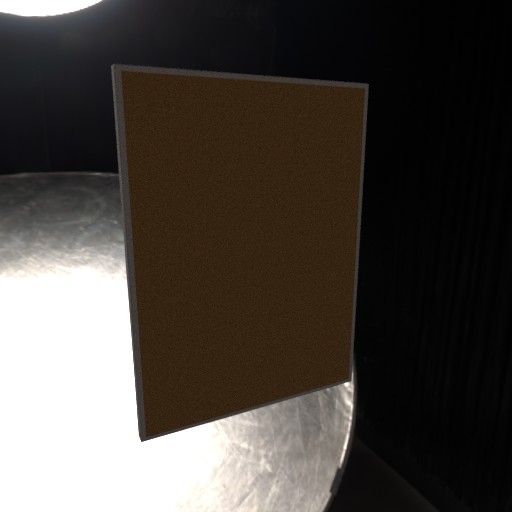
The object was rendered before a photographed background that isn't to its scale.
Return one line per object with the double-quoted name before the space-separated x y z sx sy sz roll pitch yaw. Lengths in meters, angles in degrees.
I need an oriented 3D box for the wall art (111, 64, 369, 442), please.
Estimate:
"wall art" 0.000 0.000 1.606 0.914 1.221 0.046 -7 16 -26
